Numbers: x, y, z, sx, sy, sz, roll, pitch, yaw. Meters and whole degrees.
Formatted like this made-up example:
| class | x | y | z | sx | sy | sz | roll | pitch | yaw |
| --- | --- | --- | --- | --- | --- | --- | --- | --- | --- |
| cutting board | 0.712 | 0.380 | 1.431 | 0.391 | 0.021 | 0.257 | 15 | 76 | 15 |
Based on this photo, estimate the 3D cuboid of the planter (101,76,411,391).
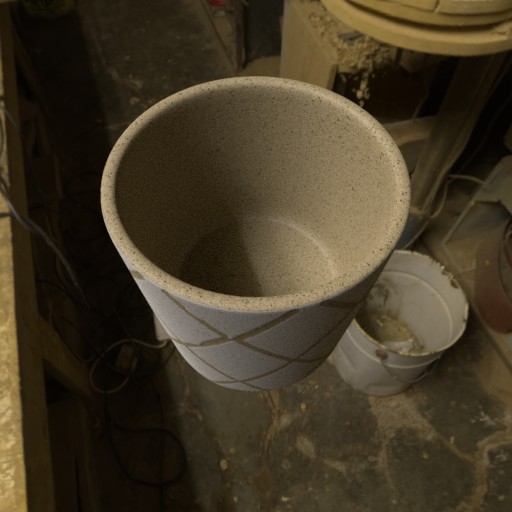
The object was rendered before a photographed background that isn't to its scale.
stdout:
| class | x | y | z | sx | sy | sz | roll | pitch | yaw |
| --- | --- | --- | --- | --- | --- | --- | --- | --- | --- |
| planter | 0.000 | 0.000 | 0.427 | 0.228 | 0.235 | 0.228 | 0 | 58 | 0 |
